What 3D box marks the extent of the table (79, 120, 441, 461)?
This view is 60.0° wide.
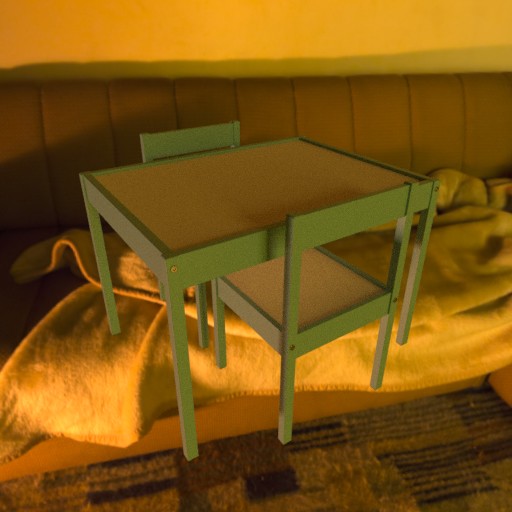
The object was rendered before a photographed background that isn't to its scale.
[{"bbox_3d":[0.000,0.000,1.076,0.639,0.503,0.633,-18,33,-29],"label":"table"}]
